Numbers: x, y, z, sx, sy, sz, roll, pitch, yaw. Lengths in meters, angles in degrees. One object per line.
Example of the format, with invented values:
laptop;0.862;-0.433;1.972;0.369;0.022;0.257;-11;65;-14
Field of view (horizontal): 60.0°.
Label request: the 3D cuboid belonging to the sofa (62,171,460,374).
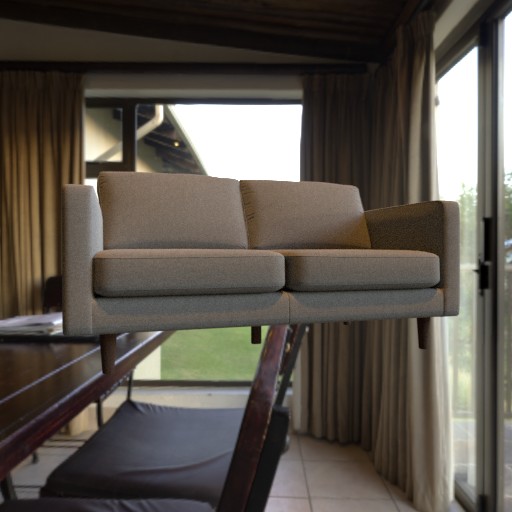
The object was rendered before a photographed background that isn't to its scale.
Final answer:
sofa;0.000;0.000;2.261;1.731;0.900;1.000;0;0;-17
